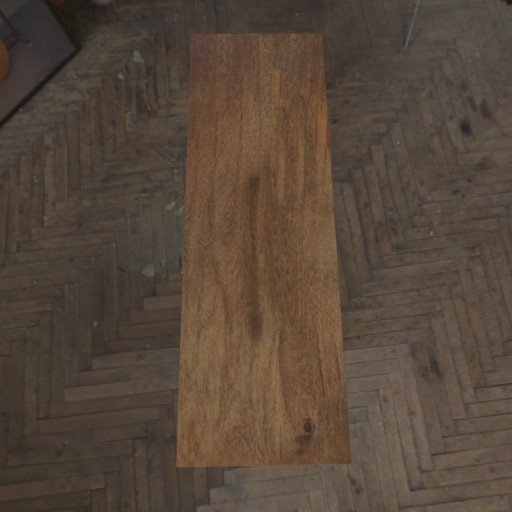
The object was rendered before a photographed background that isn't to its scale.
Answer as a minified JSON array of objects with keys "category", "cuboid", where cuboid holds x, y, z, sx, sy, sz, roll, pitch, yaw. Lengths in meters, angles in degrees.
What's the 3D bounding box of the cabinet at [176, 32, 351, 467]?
[{"category":"cabinet","cuboid":[0.000,0.000,1.734,0.480,0.812,1.373,-1,74,0]}]
